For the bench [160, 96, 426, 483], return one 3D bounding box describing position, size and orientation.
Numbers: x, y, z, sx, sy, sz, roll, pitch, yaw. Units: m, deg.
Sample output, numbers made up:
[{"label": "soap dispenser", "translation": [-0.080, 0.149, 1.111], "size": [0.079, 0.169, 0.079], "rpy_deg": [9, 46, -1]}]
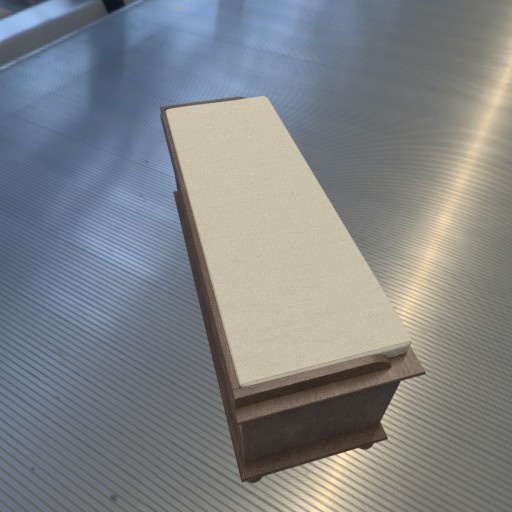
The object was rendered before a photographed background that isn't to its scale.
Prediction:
[{"label": "bench", "translation": [0.000, 0.000, 1.415], "size": [0.402, 0.501, 1.185], "rpy_deg": [-11, 48, -10]}]
